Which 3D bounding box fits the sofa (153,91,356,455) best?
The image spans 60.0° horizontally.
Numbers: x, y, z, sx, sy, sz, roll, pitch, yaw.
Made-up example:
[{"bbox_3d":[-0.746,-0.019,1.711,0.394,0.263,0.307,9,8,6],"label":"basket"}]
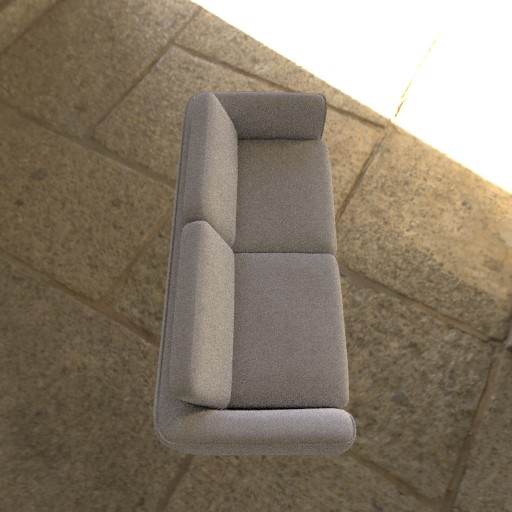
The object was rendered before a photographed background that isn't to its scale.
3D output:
[{"bbox_3d":[0.000,0.000,2.438,0.920,0.850,2.000,0,64,0],"label":"sofa"}]
